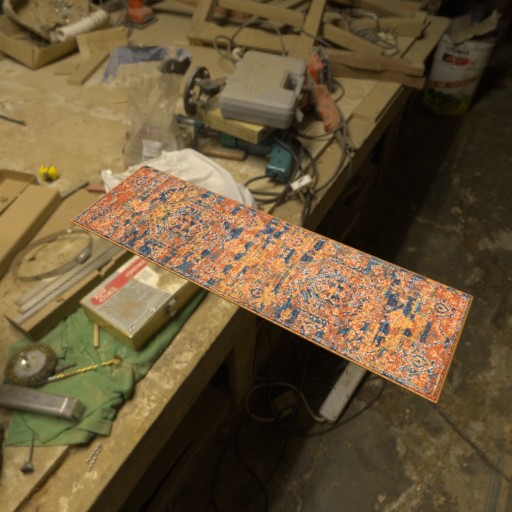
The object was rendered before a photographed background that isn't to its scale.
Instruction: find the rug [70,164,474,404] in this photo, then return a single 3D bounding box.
[{"bbox_3d":[0.000,0.000,2.033,1.820,0.013,0.556,24,52,21],"label":"rug"}]
